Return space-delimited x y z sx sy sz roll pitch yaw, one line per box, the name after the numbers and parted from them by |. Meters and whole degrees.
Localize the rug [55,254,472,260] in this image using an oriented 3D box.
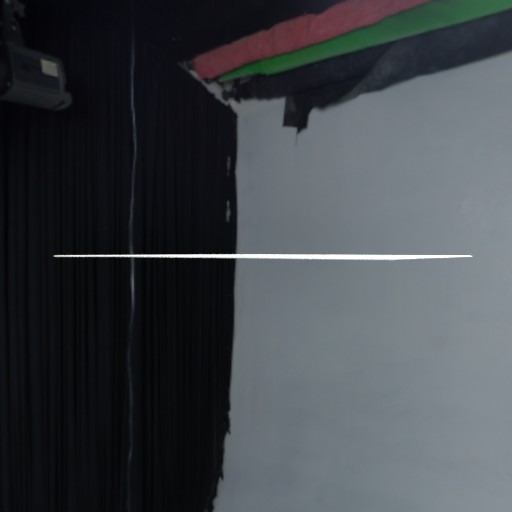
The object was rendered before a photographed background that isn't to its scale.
0.000 0.000 3.028 2.435 0.012 1.529 0 1 36 | rug
